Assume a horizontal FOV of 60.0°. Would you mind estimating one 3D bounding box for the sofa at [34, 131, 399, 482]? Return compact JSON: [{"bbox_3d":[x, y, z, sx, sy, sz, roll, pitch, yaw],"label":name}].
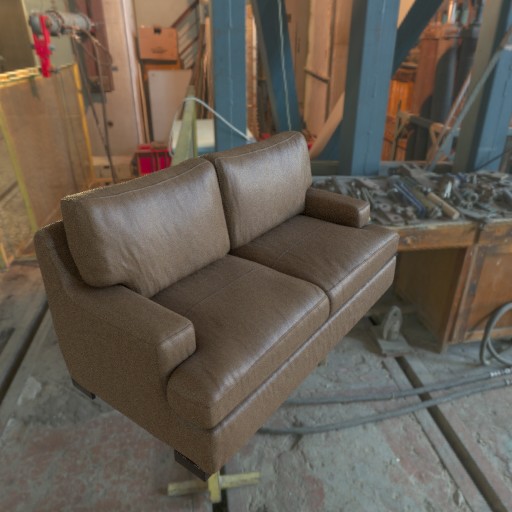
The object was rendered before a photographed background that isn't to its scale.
[{"bbox_3d":[0.000,0.000,2.350,0.962,0.980,1.855,19,33,32],"label":"sofa"}]
